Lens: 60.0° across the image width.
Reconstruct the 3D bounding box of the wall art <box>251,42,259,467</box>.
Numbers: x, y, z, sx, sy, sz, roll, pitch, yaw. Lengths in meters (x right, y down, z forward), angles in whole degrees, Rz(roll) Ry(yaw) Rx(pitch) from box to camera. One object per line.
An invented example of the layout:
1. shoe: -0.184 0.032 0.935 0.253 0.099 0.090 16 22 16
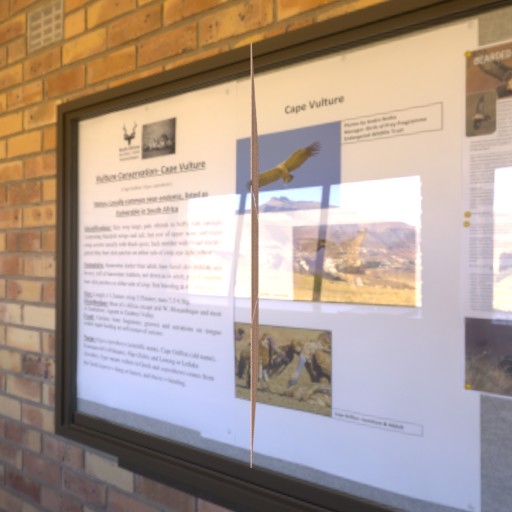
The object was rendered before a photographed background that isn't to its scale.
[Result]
1. wall art: 0.000 0.000 2.325 0.002 1.505 1.517 0 -1 1
